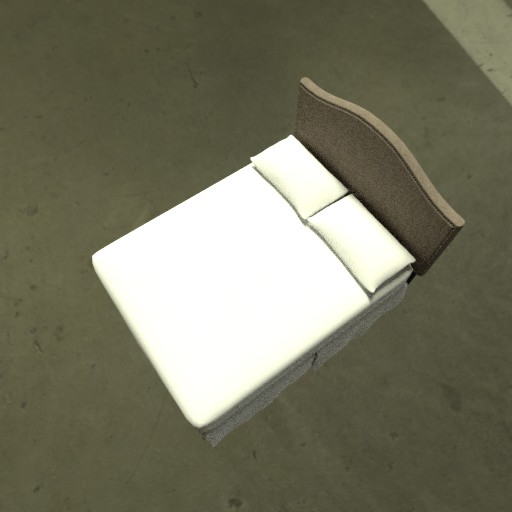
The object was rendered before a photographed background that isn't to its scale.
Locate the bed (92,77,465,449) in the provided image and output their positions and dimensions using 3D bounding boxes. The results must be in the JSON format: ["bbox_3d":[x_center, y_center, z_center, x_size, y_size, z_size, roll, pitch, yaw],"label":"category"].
[{"bbox_3d":[0.000,0.000,3.357,2.153,1.518,1.713,-33,67,-16],"label":"bed"}]
